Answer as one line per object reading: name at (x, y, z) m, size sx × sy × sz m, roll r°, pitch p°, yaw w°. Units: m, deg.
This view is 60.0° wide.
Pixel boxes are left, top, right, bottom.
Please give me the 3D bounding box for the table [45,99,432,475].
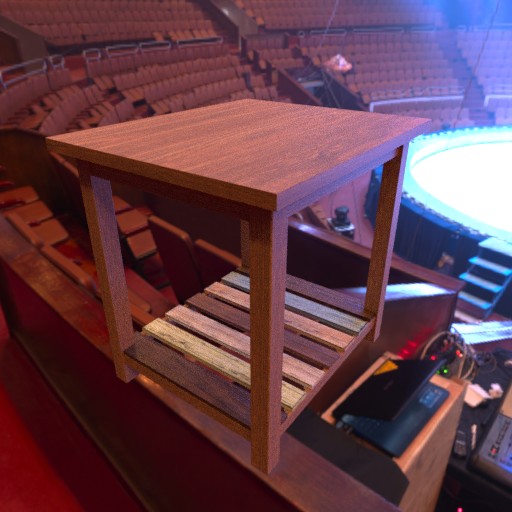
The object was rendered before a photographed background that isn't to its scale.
table at (0.000, 0.000, 1.119) m, size 0.559 × 0.635 × 0.660 m, roll 19°, pitch 33°, yaw 32°
